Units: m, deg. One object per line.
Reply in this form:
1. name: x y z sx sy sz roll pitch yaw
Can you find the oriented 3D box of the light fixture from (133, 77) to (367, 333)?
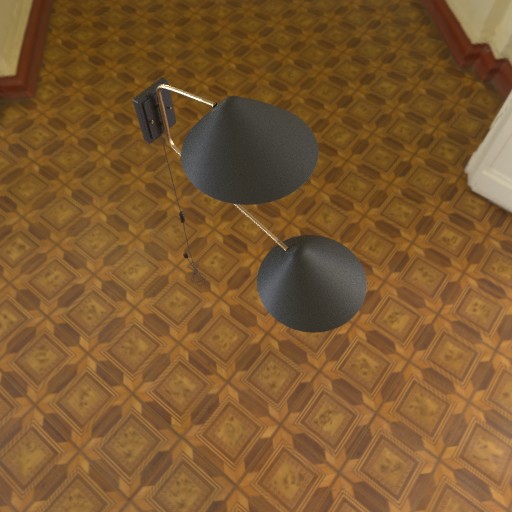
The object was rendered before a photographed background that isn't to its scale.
1. light fixture: 0.000 0.000 0.822 0.422 0.665 0.189 34 64 18
